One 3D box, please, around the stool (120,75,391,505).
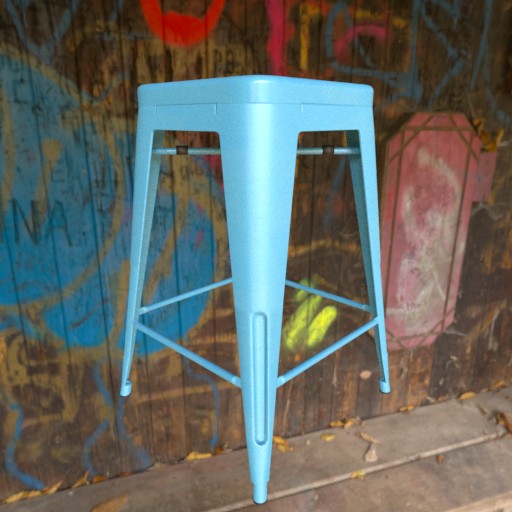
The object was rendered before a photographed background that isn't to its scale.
[{"bbox_3d":[0.000,0.000,0.845,0.410,0.608,0.410,16,23,41],"label":"stool"}]
